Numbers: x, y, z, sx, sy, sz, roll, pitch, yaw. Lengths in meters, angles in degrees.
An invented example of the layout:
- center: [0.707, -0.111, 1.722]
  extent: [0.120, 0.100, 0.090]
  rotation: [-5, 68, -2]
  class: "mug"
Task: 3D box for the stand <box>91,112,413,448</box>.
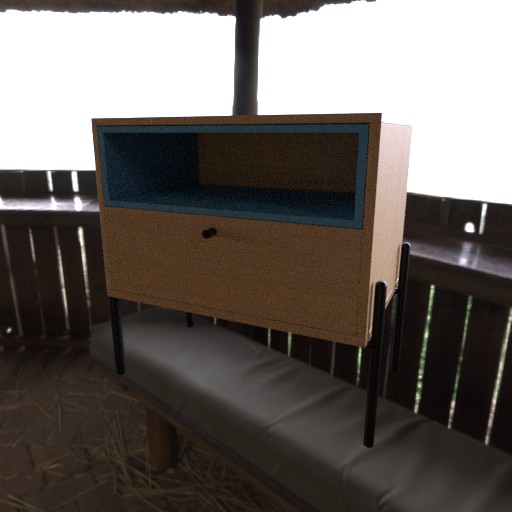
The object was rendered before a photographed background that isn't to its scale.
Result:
- center: [0.000, 0.000, 1.012]
  extent: [0.630, 0.600, 0.400]
  rotation: [7, 17, 25]
  class: "stand"
